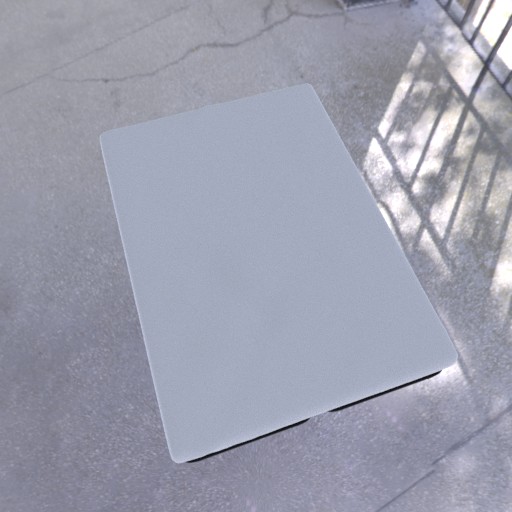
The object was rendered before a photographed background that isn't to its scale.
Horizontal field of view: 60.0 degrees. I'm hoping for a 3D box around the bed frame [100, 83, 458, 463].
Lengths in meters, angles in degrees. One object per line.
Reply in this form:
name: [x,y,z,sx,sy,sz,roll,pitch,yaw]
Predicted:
bed frame: [0.000,0.000,2.572,1.372,0.637,1.905,-17,64,-8]
